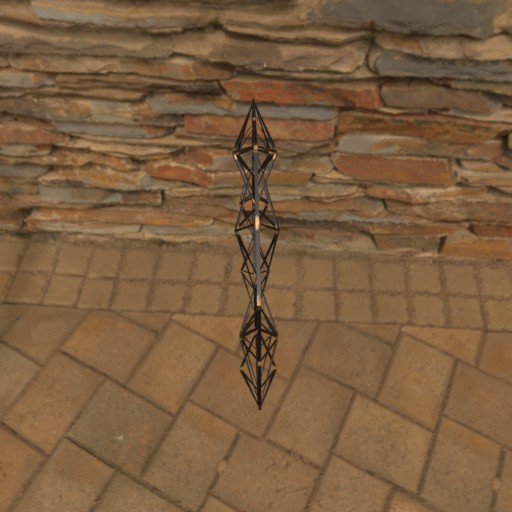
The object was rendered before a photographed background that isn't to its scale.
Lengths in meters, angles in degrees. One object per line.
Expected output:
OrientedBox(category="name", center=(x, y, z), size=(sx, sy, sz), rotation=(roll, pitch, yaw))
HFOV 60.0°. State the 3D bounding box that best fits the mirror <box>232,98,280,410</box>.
OrientedBox(category="mirror", center=(0.000, 0.000, 1.054), size=(0.094, 0.710, 0.710), rotation=(-1, 58, -1))
